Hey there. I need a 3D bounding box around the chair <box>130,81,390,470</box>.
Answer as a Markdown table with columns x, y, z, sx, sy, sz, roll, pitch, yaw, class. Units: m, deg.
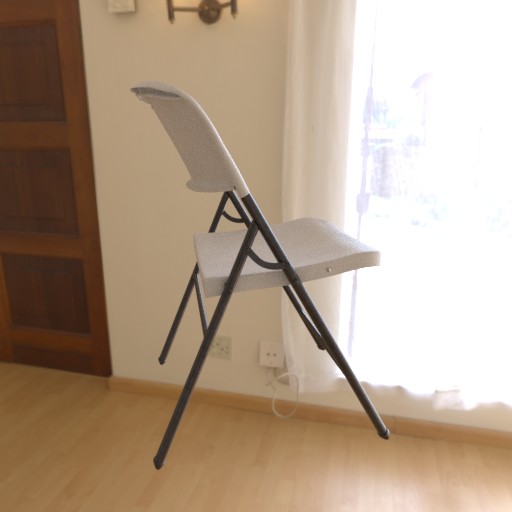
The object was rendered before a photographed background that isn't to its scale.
| x | y | z | sx | sy | sz | roll | pitch | yaw | class |
| --- | --- | --- | --- | --- | --- | --- | --- | --- | --- |
| 0.000 | 0.000 | 1.137 | 0.566 | 0.810 | 0.494 | -3 | 16 | -10 | chair |
